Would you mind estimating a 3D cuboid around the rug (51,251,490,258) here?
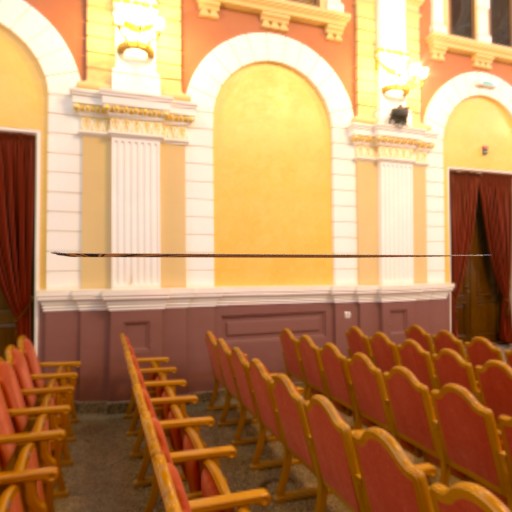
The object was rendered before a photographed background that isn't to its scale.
[{"bbox_3d":[0.000,0.000,2.863,2.315,0.010,1.544,0,-1,-19],"label":"rug"}]
